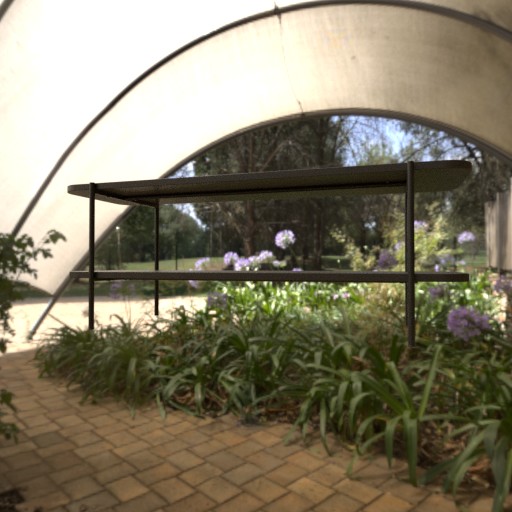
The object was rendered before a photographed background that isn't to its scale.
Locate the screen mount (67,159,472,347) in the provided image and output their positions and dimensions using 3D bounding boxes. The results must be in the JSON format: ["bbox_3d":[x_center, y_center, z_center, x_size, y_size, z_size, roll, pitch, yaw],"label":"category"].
[{"bbox_3d":[0.000,0.000,1.392,1.200,0.447,0.400,0,-1,18],"label":"screen mount"}]
